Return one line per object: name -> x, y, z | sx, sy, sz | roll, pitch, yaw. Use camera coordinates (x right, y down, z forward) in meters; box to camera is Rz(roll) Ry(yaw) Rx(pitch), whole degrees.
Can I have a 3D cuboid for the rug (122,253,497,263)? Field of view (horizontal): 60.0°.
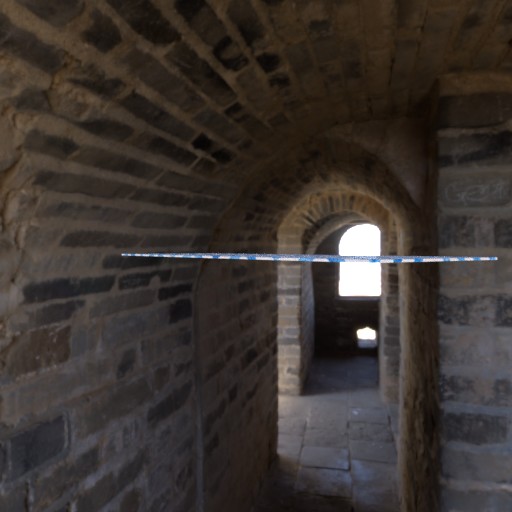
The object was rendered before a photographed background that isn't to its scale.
rug -> 0.000, 0.000, 1.627 | 0.503, 0.007, 1.492 | -1, 1, -35
